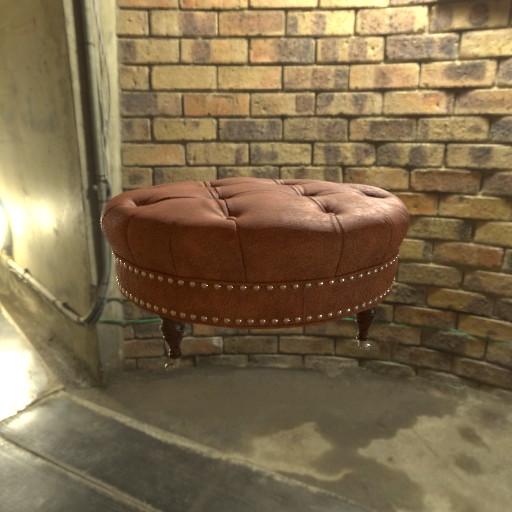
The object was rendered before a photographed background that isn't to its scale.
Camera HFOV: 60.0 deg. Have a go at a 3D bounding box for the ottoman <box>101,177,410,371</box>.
[{"bbox_3d":[0.000,0.000,1.398,0.901,0.444,0.901,0,16,0],"label":"ottoman"}]
